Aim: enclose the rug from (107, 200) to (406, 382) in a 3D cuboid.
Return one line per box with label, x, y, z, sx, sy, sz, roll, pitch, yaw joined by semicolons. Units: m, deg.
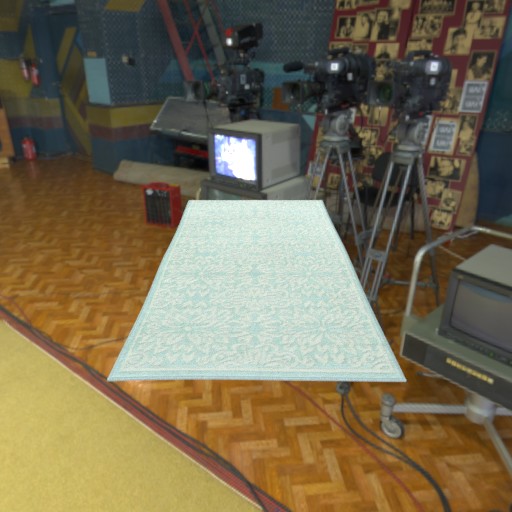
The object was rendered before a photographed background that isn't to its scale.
rug;0.000;0.000;1.445;0.604;0.007;1.219;0;24;0
